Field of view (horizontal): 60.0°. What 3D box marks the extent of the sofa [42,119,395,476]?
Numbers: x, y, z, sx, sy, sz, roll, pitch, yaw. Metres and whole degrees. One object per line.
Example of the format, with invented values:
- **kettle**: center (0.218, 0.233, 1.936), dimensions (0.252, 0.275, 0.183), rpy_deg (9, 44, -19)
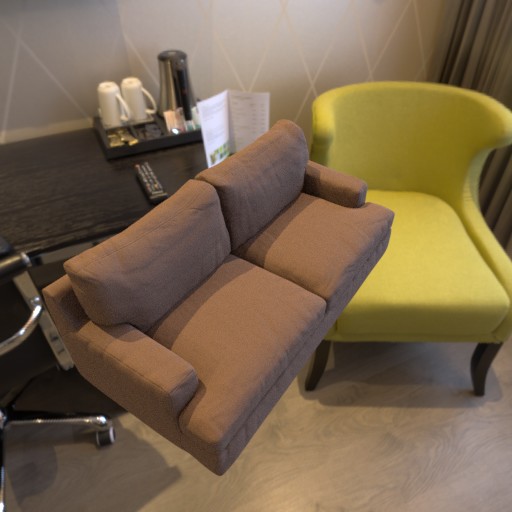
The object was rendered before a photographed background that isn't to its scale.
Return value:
- **sofa**: center (0.000, 0.000, 2.896), dimensions (1.140, 0.950, 2.274), rpy_deg (25, 47, 25)
